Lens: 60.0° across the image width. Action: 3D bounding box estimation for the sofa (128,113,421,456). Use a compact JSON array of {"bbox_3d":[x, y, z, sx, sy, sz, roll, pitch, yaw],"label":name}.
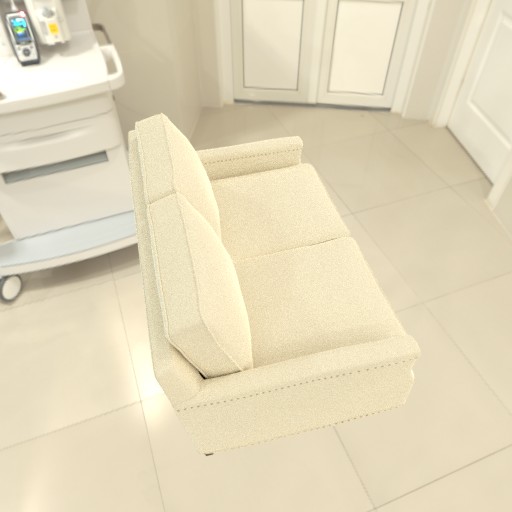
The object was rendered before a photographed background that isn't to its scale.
[{"bbox_3d":[0.000,0.000,2.266,1.084,1.003,1.597,-11,49,-10],"label":"sofa"}]
